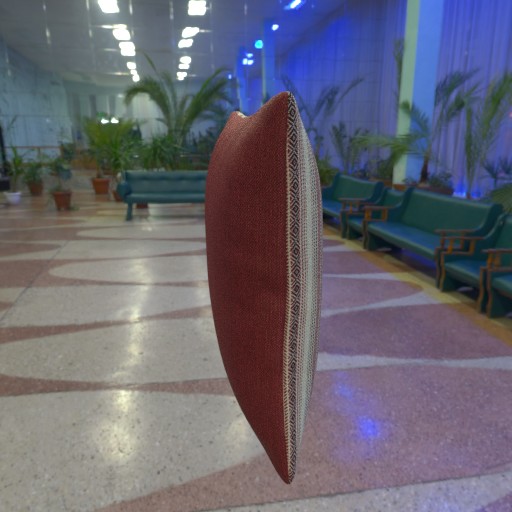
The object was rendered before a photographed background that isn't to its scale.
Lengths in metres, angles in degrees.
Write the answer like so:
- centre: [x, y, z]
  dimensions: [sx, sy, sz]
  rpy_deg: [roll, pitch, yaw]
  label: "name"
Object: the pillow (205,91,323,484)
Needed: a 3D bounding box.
- centre: [0.000, 0.000, 0.766]
  dimensions: [0.166, 0.497, 0.513]
  rpy_deg: [-2, 16, -9]
  label: "pillow"
